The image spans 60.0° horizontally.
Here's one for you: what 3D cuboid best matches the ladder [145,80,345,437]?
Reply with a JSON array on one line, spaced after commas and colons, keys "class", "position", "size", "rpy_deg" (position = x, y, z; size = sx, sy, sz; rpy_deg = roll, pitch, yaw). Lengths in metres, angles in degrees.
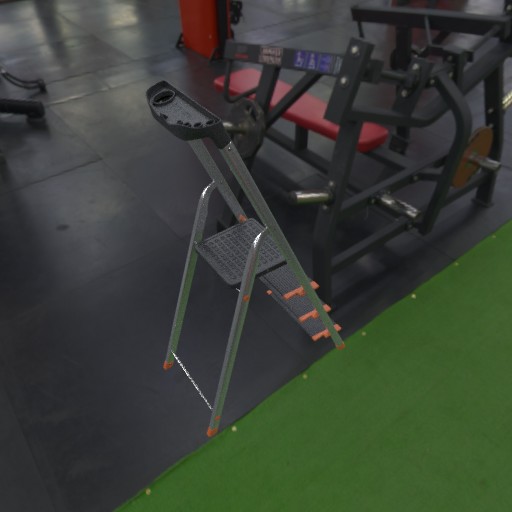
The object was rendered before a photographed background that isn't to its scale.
[{"class": "ladder", "position": [0.000, 0.000, 1.793], "size": [0.834, 1.429, 0.452], "rpy_deg": [-26, 50, -25]}]
